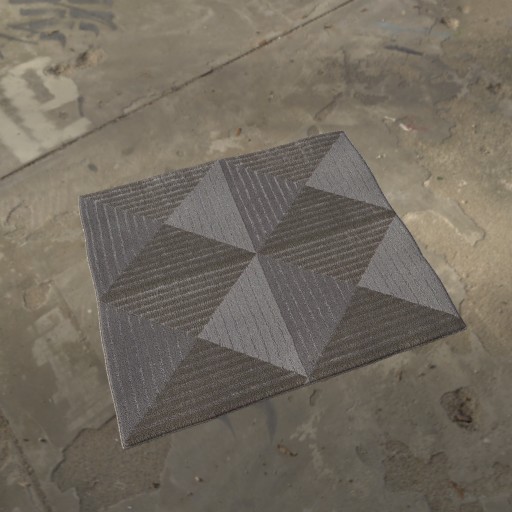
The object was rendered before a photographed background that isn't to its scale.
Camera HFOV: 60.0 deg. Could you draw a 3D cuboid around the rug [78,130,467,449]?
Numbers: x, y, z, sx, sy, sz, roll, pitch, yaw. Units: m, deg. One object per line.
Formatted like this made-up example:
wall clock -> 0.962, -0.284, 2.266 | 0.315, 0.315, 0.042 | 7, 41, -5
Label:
rug -> 0.000, 0.000, 0.891 | 0.642, 0.008, 0.551 | -16, 60, -10
